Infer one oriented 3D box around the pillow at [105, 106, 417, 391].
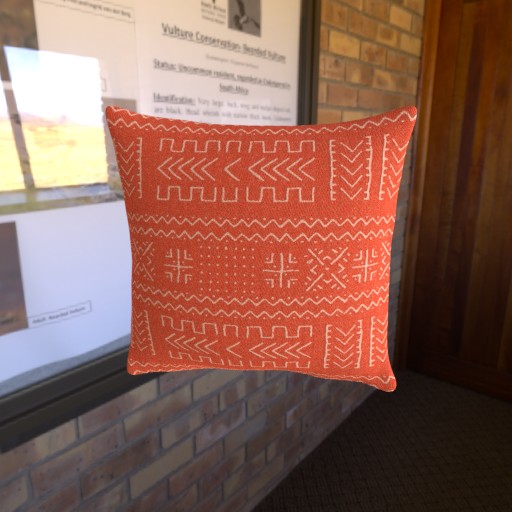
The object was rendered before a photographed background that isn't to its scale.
[{"bbox_3d":[0.000,0.000,0.662,0.438,0.429,0.164,2,15,8],"label":"pillow"}]
